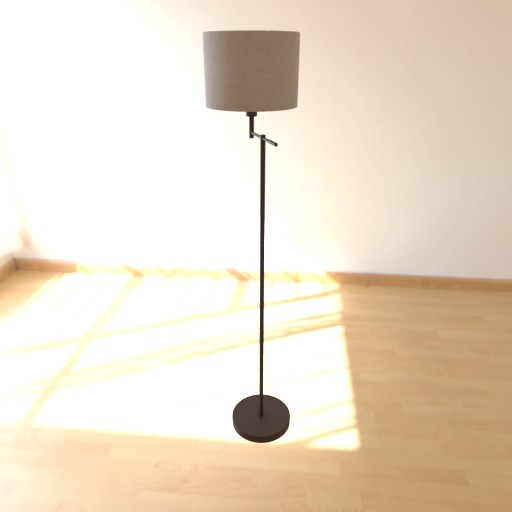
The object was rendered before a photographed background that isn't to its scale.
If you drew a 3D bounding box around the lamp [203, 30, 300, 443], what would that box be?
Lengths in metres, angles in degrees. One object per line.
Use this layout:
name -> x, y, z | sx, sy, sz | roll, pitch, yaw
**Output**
lamp -> 0.000, 0.000, 1.771 | 0.324, 1.600, 0.416 | -8, 26, -18
